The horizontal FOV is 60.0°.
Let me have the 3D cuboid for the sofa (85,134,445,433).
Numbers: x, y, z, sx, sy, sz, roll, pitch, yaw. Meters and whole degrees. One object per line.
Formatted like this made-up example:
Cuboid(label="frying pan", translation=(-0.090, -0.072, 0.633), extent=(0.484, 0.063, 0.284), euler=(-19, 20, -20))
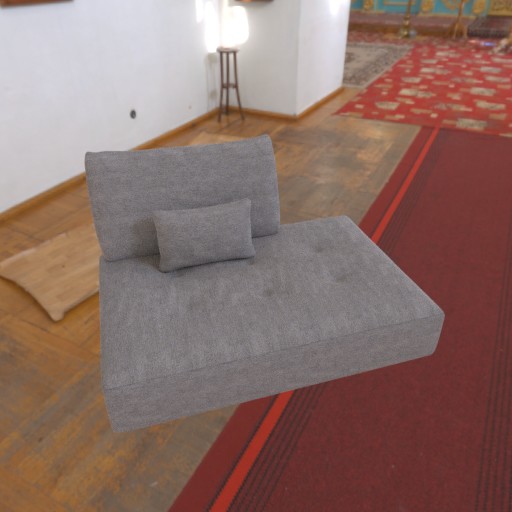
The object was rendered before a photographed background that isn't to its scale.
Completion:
Cuboid(label="sofa", translation=(0.000, 0.000, 2.053), extent=(1.450, 0.820, 1.002), euler=(-10, 35, -14))
